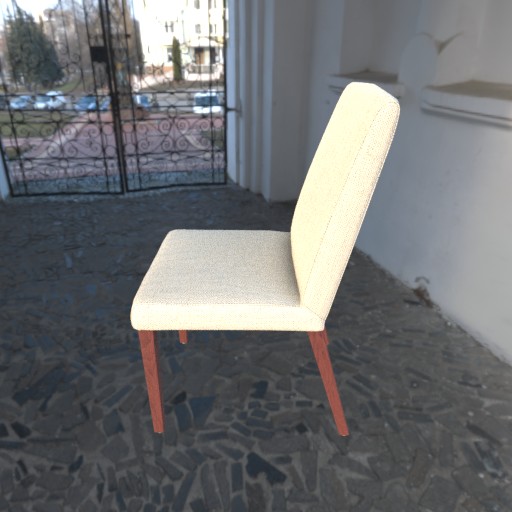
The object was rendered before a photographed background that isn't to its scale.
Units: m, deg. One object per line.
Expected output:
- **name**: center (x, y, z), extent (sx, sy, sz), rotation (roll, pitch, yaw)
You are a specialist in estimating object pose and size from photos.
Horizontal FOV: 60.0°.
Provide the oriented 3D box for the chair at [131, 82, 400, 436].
- **chair**: center (0.000, 0.000, 1.241), extent (0.594, 0.900, 0.480), rotation (0, 25, 1)
